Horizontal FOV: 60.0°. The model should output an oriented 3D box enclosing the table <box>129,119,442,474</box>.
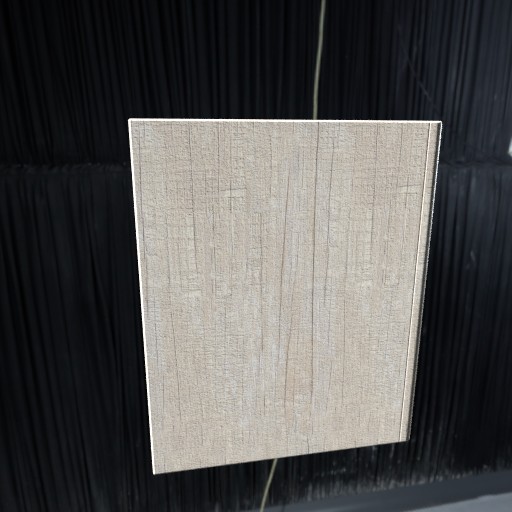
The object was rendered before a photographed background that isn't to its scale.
[{"bbox_3d":[0.000,0.000,0.906,0.420,0.510,0.570,-3,15,-10],"label":"table"}]
